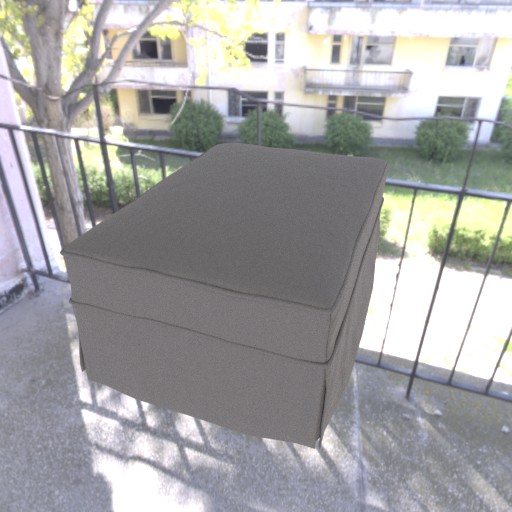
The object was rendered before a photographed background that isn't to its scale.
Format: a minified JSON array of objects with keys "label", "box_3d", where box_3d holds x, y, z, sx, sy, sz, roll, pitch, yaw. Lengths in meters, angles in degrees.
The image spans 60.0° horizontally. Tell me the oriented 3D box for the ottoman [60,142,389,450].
[{"label":"ottoman","box_3d":[0.000,0.000,1.363,0.703,0.479,0.944,11,33,18]}]
